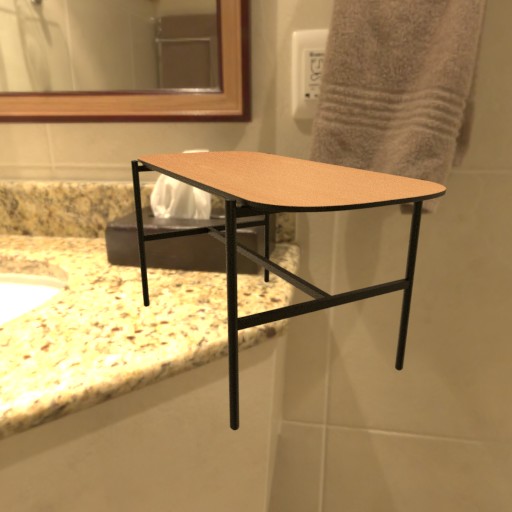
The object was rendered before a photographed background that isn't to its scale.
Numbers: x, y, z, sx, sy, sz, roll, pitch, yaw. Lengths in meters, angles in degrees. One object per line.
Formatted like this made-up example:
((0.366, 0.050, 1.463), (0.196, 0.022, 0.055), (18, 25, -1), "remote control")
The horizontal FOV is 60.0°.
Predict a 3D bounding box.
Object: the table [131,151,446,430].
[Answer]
((0.000, 0.000, 1.019), (0.400, 0.400, 0.800), (-10, 21, -27), "table")
